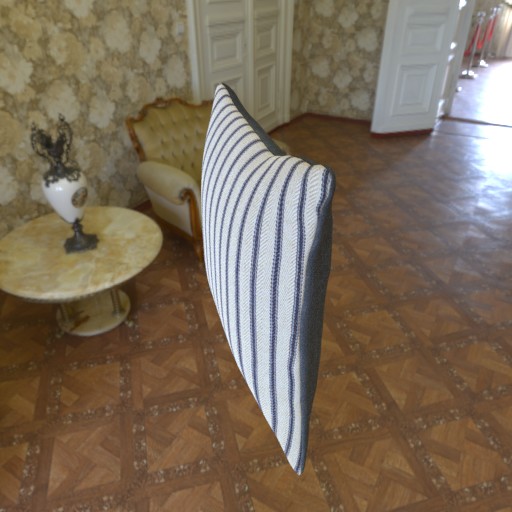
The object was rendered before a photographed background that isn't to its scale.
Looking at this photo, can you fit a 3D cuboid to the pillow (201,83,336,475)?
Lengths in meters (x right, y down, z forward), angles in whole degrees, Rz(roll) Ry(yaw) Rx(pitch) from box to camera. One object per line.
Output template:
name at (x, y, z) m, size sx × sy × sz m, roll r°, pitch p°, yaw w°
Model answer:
pillow at (0.000, 0.000, 0.695) m, size 0.138 × 0.444 × 0.468 m, roll -9°, pitch 33°, yaw -14°
